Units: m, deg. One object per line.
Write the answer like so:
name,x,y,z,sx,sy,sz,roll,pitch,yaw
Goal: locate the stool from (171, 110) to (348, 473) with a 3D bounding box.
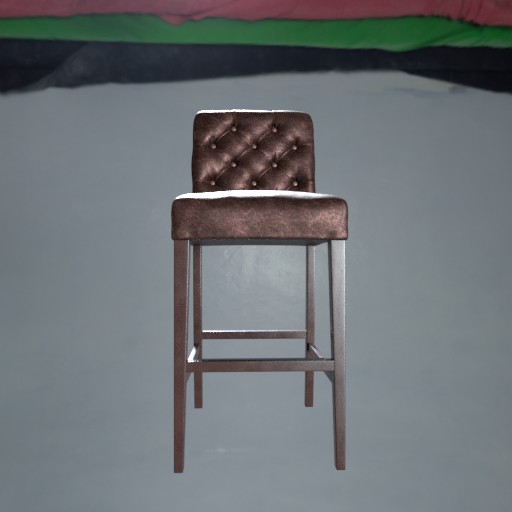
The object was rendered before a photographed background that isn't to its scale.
stool,0.000,0.000,1.512,0.483,1.168,0.659,0,0,-2
